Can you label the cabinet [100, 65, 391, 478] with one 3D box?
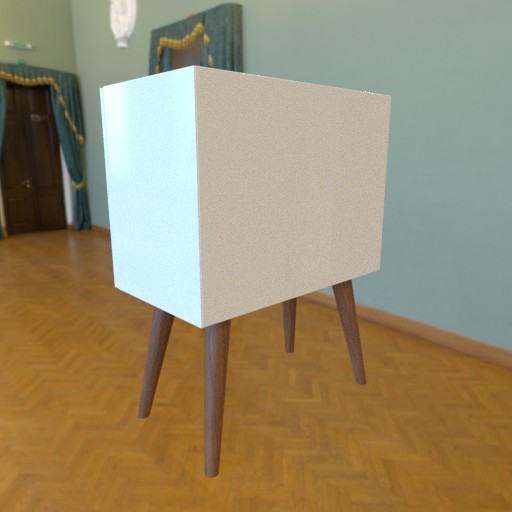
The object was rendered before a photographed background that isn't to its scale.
[{"bbox_3d":[0.000,0.000,1.104,0.591,0.772,0.344,-12,18,-42],"label":"cabinet"}]
